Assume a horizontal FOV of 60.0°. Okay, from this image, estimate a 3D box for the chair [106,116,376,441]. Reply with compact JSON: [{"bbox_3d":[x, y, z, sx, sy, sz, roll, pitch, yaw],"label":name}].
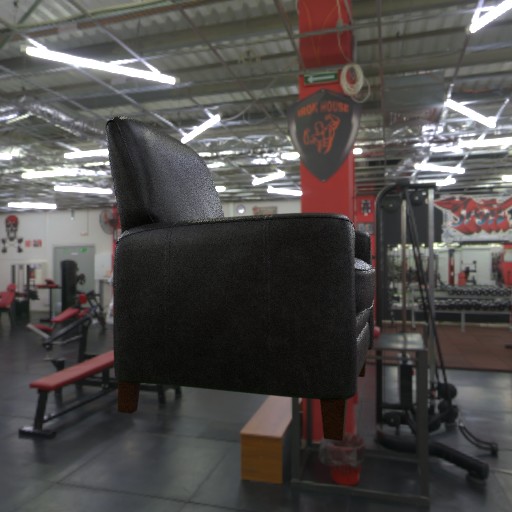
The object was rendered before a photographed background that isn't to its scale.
[{"bbox_3d":[0.000,0.000,1.677,0.864,1.014,0.848,0,-1,19],"label":"chair"}]
